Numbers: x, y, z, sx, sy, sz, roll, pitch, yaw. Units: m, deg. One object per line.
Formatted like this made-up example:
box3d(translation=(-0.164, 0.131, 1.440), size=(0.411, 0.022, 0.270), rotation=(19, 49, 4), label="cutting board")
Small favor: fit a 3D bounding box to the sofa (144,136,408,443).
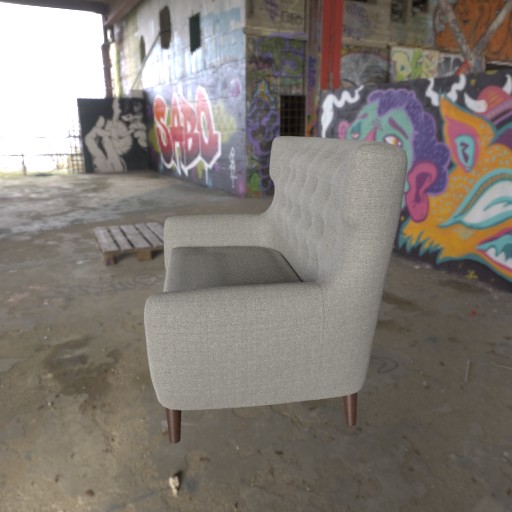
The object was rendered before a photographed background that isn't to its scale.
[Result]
box3d(translation=(0.000, 0.000, 2.008), size=(0.884, 1.028, 1.386), rotation=(-2, 16, -8), label="sofa")
